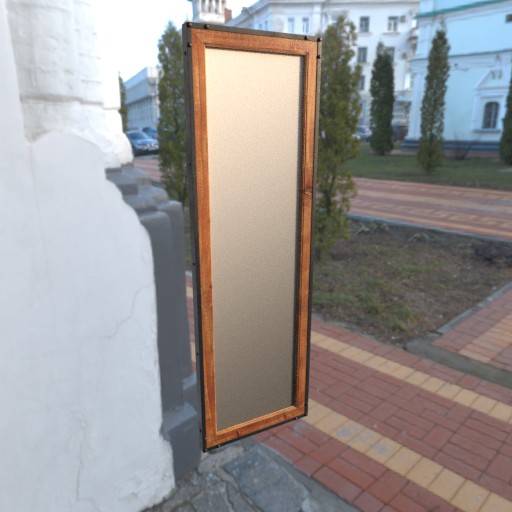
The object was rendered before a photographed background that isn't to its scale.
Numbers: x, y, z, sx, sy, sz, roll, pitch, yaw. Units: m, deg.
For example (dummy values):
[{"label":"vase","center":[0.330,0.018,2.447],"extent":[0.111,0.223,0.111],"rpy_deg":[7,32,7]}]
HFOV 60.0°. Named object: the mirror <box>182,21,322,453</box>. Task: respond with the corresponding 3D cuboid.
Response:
[{"label":"mirror","center":[0.000,0.000,1.167],"extent":[0.354,1.080,0.042],"rpy_deg":[-9,18,-27]}]
